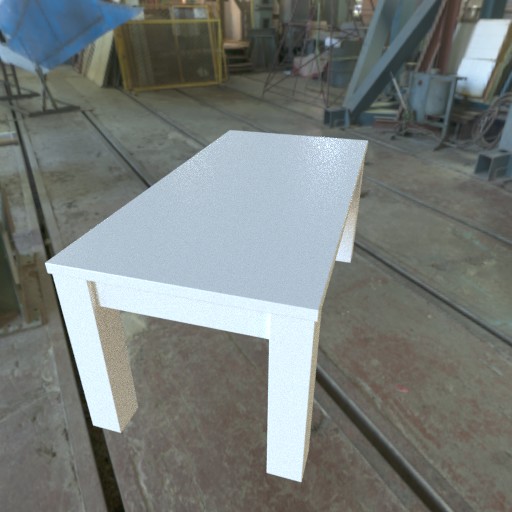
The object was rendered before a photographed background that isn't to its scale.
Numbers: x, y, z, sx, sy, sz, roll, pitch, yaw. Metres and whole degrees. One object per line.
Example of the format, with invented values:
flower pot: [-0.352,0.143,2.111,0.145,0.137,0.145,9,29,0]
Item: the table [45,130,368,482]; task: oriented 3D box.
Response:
table: [0.000,0.000,2.277,0.900,0.790,1.800,8,31,14]
